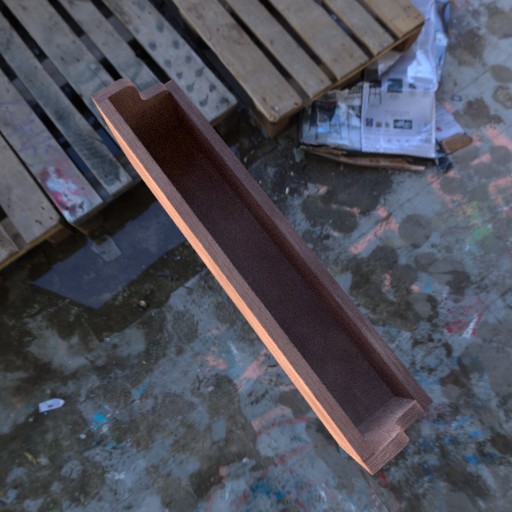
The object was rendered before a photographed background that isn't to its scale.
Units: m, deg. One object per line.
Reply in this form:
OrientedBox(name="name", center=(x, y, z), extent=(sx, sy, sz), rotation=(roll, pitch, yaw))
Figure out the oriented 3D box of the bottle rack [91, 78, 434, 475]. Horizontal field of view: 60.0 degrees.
OrientedBox(name="bottle rack", center=(0.000, 0.000, 0.665), extent=(0.126, 0.196, 0.608), rotation=(-36, 78, -9))
